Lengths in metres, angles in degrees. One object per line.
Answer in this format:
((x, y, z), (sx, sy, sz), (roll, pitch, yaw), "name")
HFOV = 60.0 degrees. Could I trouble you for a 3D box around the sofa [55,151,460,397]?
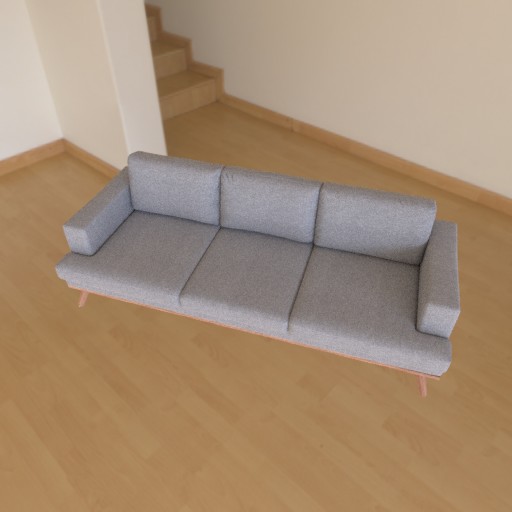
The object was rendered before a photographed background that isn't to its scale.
((0.000, 0.000, 2.749), (2.310, 0.810, 0.920), (12, 42, 13), "sofa")
